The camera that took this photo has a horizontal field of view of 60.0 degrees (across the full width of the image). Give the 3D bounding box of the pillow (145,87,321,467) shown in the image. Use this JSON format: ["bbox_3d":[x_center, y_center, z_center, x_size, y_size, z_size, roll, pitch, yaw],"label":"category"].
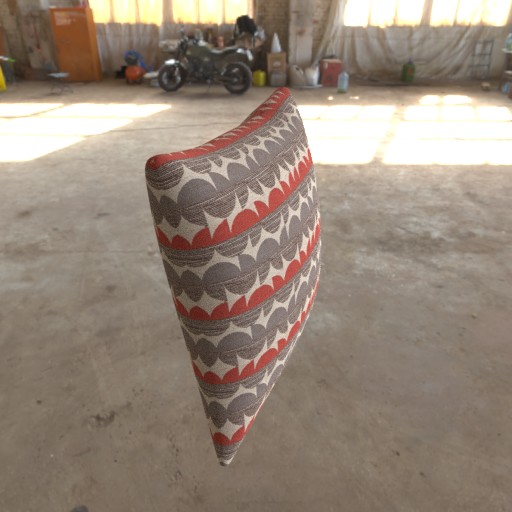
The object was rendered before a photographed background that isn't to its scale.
[{"bbox_3d":[0.000,0.000,0.653,0.180,0.410,0.420,10,31,17],"label":"pillow"}]
